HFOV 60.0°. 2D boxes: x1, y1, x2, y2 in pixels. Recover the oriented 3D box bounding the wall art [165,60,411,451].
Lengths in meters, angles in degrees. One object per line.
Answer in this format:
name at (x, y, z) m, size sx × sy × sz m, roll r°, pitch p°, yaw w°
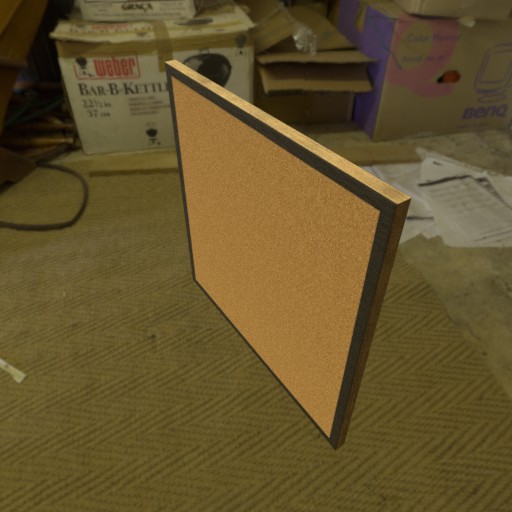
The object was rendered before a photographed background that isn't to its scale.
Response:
wall art at (0.000, 0.000, 1.028) m, size 0.029 × 0.691 × 0.695 m, roll -24°, pitch 47°, yaw -25°
